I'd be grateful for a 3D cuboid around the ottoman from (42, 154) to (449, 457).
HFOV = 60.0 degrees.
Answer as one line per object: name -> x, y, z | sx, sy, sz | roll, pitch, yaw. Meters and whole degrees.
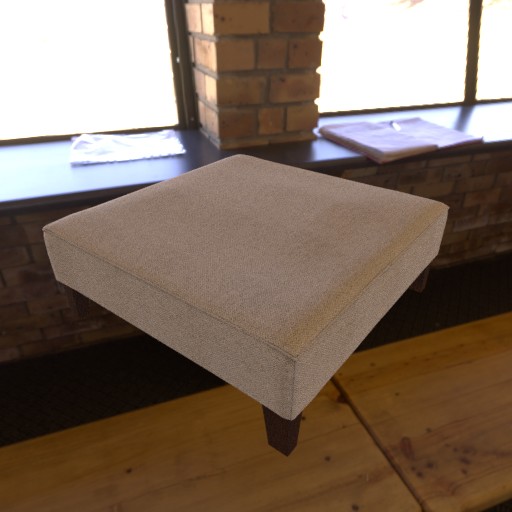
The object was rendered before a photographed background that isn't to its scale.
ottoman -> 0.000, 0.000, 1.539 | 0.973, 0.381, 0.982 | 21, 36, 32
